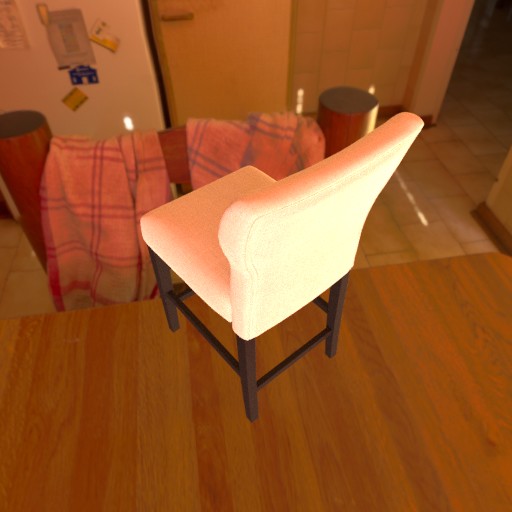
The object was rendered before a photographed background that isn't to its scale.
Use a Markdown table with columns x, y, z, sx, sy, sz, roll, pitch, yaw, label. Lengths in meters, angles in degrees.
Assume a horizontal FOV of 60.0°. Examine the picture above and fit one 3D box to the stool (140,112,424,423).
| x | y | z | sx | sy | sz | roll | pitch | yaw | label |
| --- | --- | --- | --- | --- | --- | --- | --- | --- | --- |
| 0.000 | 0.000 | 1.339 | 0.514 | 0.972 | 0.603 | -31 | 53 | -27 | stool |
